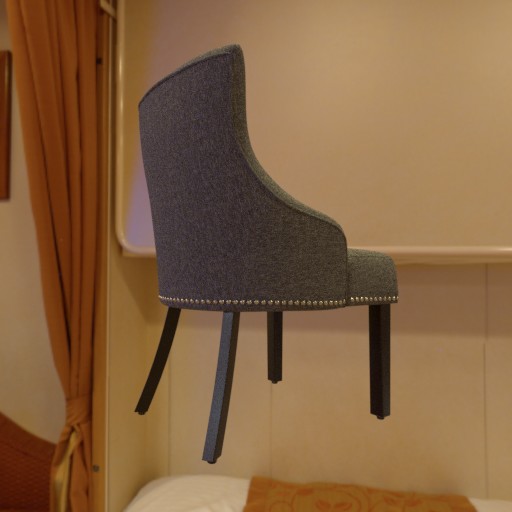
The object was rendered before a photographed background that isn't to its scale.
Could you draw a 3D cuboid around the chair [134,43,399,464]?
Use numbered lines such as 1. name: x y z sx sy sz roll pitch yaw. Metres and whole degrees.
1. chair: 0.000 0.000 1.285 0.629 0.909 0.566 1 -2 -36
